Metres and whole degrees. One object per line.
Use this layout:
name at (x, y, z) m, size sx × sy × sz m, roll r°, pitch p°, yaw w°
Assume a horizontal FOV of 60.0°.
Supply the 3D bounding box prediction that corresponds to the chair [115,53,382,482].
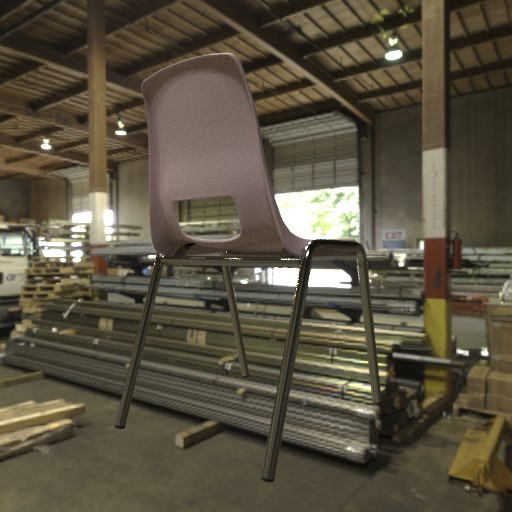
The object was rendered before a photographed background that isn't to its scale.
chair at (0.000, 0.000, 0.909) m, size 0.381 × 0.653 × 0.436 m, roll 0°, pitch 1°, yaw 35°
